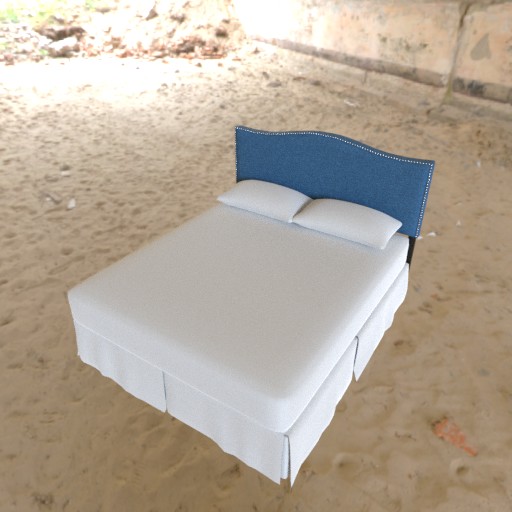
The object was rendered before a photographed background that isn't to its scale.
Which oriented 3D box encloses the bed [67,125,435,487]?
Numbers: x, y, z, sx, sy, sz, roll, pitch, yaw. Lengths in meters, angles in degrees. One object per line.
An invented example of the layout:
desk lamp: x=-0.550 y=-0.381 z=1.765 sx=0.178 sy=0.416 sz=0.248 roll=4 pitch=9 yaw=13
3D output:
bed: x=0.000 y=0.000 z=2.856 sx=1.610 sy=1.169 sz=1.872 roll=19 pitch=36 yaw=28
